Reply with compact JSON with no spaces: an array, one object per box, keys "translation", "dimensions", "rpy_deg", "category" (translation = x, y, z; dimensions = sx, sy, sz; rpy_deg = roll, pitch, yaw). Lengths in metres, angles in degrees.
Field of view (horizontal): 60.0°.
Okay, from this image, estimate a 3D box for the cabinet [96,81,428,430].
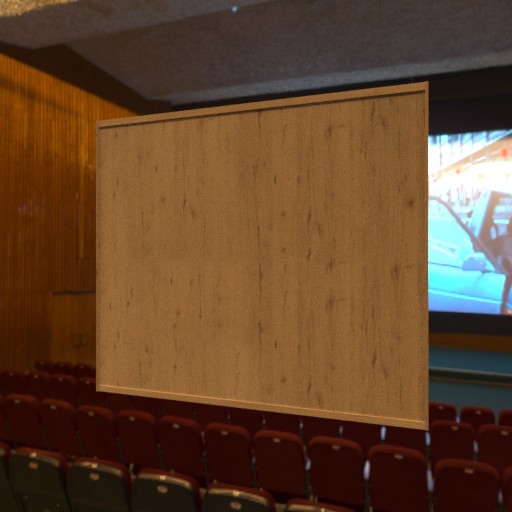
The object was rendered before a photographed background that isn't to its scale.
[{"translation":[0.000,0.000,3.482],"dimensions":[2.500,2.180,0.660],"rpy_deg":[0,0,19],"category":"cabinet"}]
